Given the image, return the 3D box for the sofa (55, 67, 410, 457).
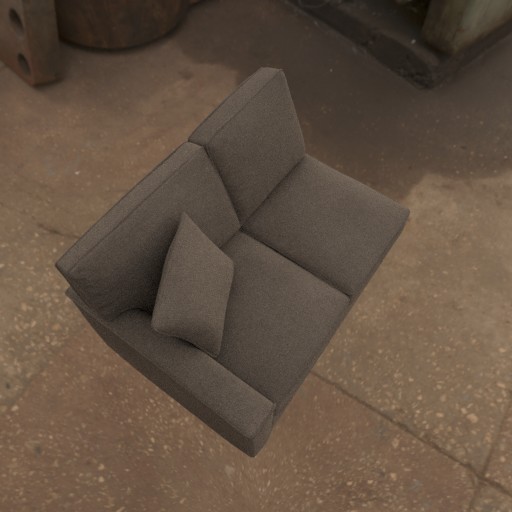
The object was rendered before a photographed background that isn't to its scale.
[{"bbox_3d":[0.000,0.000,2.096,0.991,0.989,1.388,31,64,17],"label":"sofa"}]
